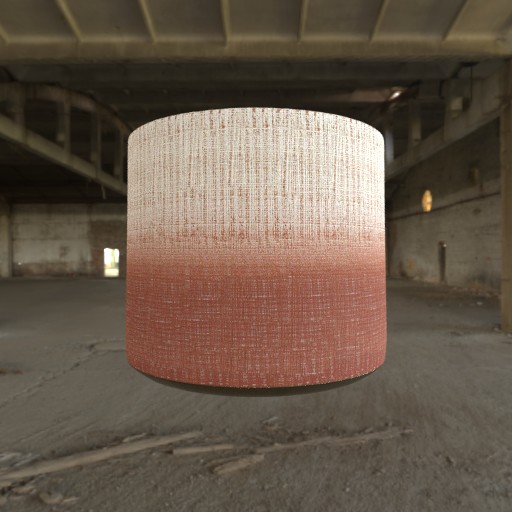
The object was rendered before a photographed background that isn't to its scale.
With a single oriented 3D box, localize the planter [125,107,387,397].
[{"bbox_3d":[0.000,0.000,0.449,0.254,0.221,0.254,0,0,0],"label":"planter"}]
